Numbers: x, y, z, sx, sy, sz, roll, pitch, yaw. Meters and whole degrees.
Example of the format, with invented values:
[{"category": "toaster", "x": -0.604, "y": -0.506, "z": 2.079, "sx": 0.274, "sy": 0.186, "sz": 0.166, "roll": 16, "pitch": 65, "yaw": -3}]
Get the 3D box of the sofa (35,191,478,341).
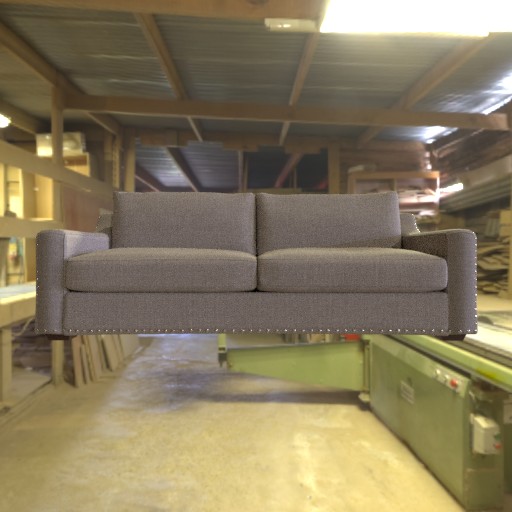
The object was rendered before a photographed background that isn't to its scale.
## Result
[{"category": "sofa", "x": 0.000, "y": 0.000, "z": 2.660, "sx": 2.208, "sy": 0.857, "sz": 1.000, "roll": 0, "pitch": 0, "yaw": 0}]
